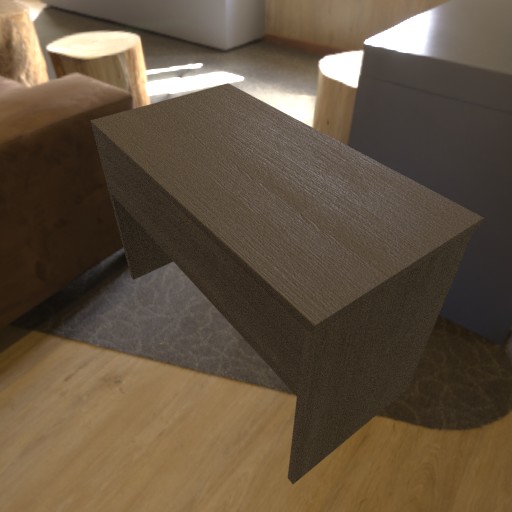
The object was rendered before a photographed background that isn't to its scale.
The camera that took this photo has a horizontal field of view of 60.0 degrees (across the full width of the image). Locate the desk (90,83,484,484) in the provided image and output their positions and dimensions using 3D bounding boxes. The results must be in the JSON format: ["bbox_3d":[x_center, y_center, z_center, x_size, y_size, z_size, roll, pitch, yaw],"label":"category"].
[{"bbox_3d":[0.000,0.000,1.520,0.557,0.729,1.099,-27,48,-27],"label":"desk"}]
